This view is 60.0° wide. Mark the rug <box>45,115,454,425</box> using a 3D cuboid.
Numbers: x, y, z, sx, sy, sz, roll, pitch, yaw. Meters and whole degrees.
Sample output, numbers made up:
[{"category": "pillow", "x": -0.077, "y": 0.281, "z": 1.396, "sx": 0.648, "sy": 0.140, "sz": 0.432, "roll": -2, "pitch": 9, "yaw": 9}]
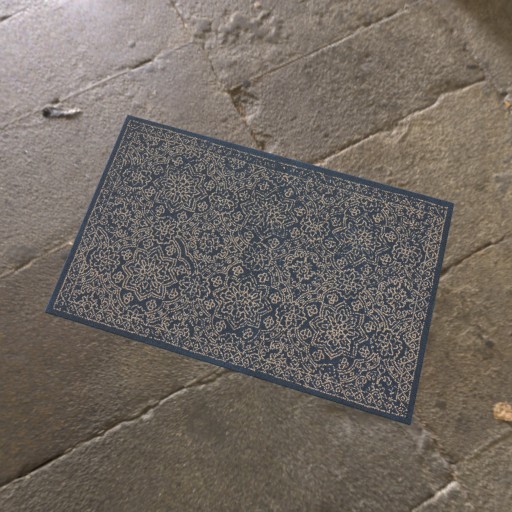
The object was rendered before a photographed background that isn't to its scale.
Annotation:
[{"category": "rug", "x": 0.000, "y": 0.000, "z": 3.003, "sx": 2.441, "sy": 0.015, "sz": 1.526, "roll": 16, "pitch": 76, "yaw": 4}]
